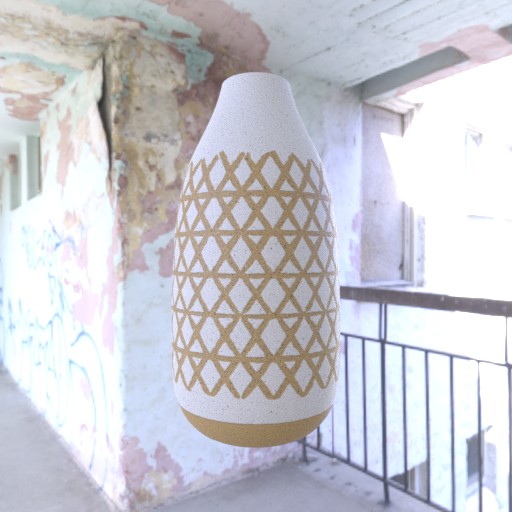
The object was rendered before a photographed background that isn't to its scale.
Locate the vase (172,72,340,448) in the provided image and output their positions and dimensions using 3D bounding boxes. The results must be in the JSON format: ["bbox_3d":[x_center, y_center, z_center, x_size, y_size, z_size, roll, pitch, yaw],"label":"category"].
[{"bbox_3d":[0.000,0.000,0.496,0.186,0.380,0.186,0,1,0],"label":"vase"}]
